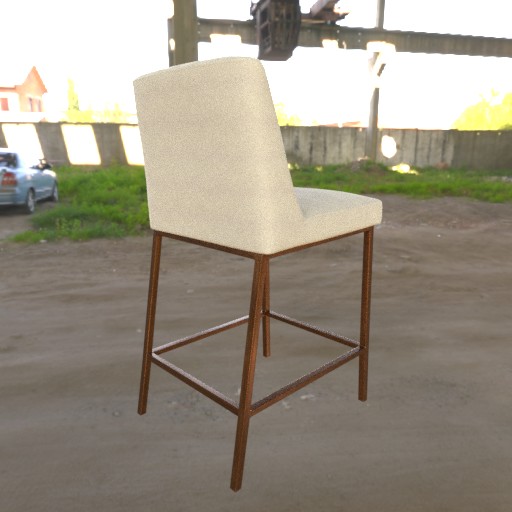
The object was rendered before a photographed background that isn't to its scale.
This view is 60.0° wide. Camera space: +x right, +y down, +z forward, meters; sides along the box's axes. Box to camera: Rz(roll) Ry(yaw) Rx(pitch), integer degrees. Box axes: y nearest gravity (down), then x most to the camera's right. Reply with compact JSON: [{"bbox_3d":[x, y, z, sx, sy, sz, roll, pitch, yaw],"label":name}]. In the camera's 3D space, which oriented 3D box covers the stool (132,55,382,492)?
[{"bbox_3d":[0.000,0.000,1.283,0.576,0.973,0.507,-13,19,-43],"label":"stool"}]
